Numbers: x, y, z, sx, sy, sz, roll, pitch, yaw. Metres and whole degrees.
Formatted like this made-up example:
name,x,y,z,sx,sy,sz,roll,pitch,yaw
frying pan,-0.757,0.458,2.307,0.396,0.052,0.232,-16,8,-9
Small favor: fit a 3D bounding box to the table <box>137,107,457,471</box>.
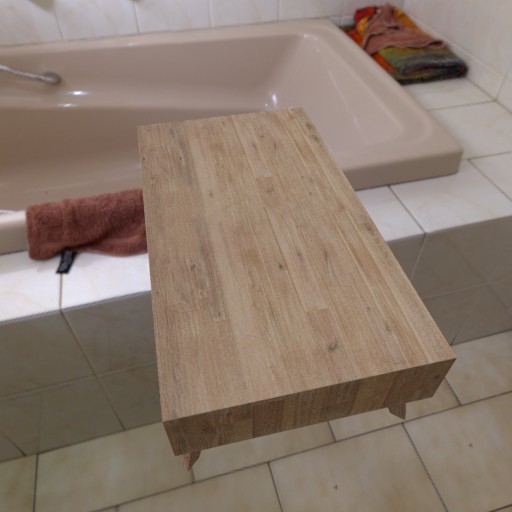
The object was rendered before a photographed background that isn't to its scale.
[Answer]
name,x,y,z,sx,sy,sz,roll,pitch,yaw
table,0.000,0.000,2.037,0.918,0.531,1.619,-9,47,-9
